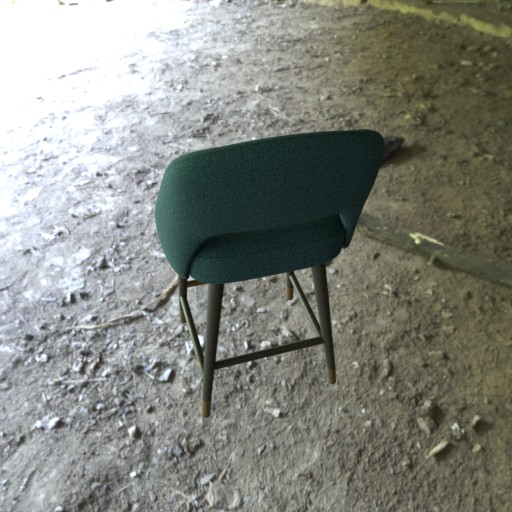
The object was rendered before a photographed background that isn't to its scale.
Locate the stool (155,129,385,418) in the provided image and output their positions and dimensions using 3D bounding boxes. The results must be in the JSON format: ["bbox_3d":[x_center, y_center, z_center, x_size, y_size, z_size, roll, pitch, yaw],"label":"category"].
[{"bbox_3d":[0.000,0.000,1.297,0.536,0.939,0.522,-11,40,-13],"label":"stool"}]
